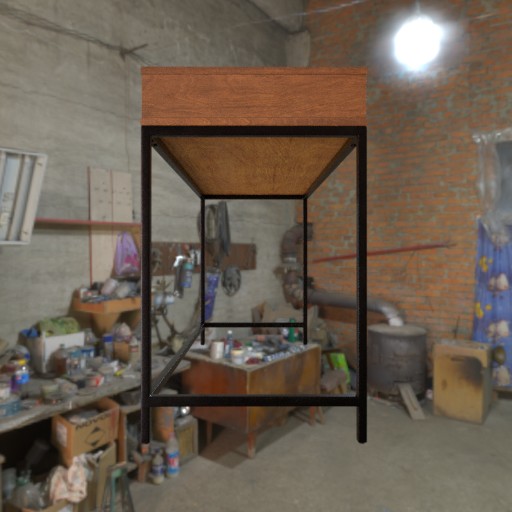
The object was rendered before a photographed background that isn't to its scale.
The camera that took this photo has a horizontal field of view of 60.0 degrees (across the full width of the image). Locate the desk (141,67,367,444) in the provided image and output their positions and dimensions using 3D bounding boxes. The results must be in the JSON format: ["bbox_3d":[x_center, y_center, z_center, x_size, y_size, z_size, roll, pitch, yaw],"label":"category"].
[{"bbox_3d":[0.000,0.000,1.401,0.470,0.762,1.016,0,0,0],"label":"desk"}]
